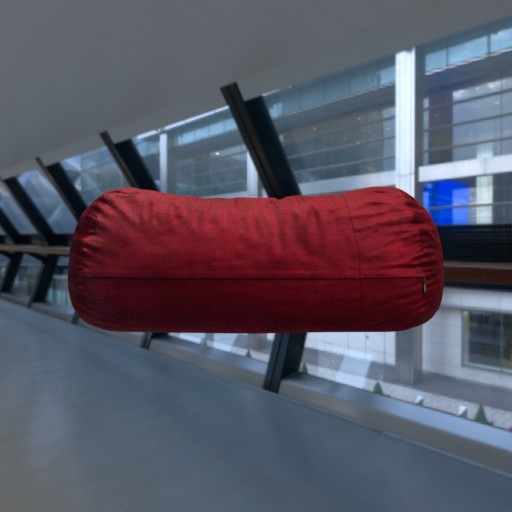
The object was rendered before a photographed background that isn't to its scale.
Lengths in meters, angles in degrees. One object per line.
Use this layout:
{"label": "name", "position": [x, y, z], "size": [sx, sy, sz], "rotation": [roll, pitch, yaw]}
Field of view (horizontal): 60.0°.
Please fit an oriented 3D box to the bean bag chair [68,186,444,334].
{"label": "bean bag chair", "position": [0.000, 0.000, 2.828], "size": [2.293, 0.867, 1.216], "rotation": [0, 1, 0]}
